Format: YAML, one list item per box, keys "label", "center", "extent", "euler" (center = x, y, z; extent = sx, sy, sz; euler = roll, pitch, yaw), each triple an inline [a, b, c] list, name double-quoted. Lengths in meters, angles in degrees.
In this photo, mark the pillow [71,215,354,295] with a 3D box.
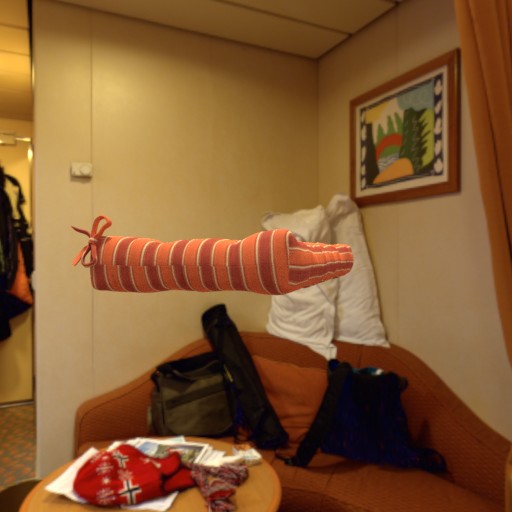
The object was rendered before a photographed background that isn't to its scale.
- label: "pillow"
  center: [0.000, 0.000, 1.394]
  extent: [0.511, 0.174, 1.194]
  euler: [0, 0, 18]
